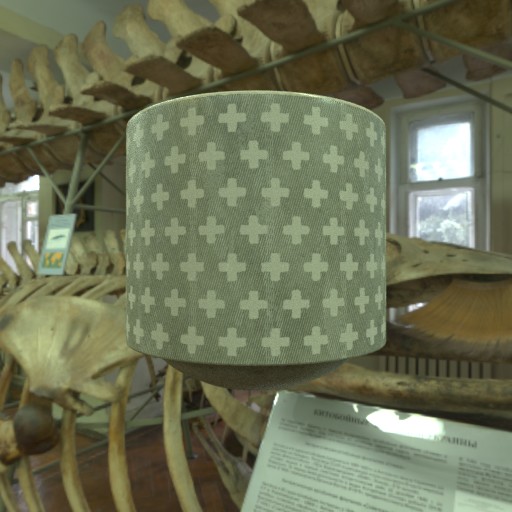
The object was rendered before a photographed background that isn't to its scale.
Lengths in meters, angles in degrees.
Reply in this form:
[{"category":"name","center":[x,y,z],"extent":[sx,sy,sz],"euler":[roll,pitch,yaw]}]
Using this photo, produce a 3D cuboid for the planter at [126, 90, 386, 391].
[{"category":"planter","center":[0.000,0.000,0.338],"extent":[0.190,0.181,0.190],"euler":[0,0,0]}]
